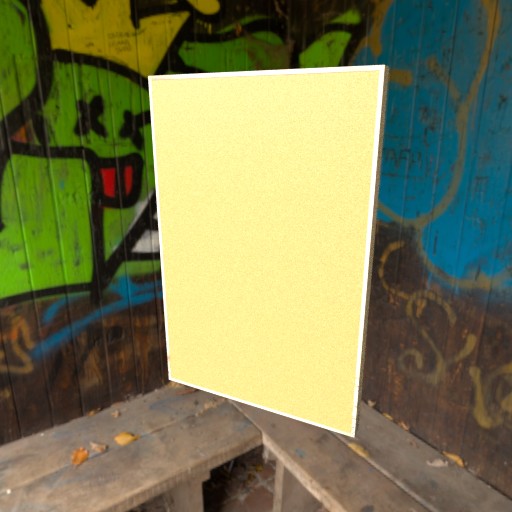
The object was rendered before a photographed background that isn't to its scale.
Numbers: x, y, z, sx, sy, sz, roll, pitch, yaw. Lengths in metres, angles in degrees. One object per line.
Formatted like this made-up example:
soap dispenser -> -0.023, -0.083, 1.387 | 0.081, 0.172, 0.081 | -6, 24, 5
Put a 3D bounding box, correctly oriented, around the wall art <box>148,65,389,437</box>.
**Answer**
wall art -> 0.000, 0.000, 0.992 | 0.508, 0.764, 0.038 | 9, 20, 25
